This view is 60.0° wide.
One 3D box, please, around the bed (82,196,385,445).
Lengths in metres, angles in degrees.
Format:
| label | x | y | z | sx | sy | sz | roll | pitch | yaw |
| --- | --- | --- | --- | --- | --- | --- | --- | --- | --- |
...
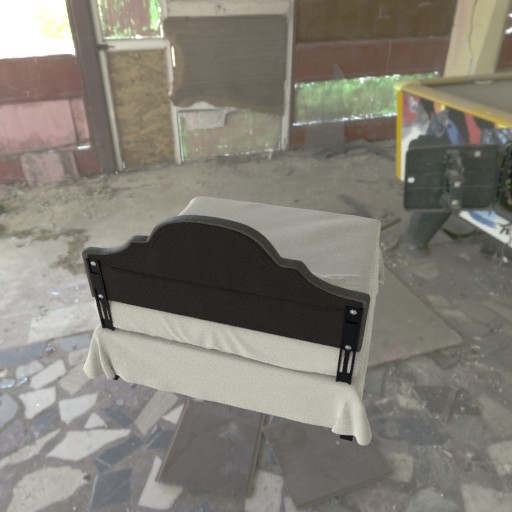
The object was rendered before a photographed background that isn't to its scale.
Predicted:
| label | x | y | z | sx | sy | sz | roll | pitch | yaw |
| --- | --- | --- | --- | --- | --- | --- | --- | --- | --- |
| bed | 0.000 | 0.000 | 3.832 | 2.303 | 1.631 | 2.222 | 9 | 33 | 15 |
